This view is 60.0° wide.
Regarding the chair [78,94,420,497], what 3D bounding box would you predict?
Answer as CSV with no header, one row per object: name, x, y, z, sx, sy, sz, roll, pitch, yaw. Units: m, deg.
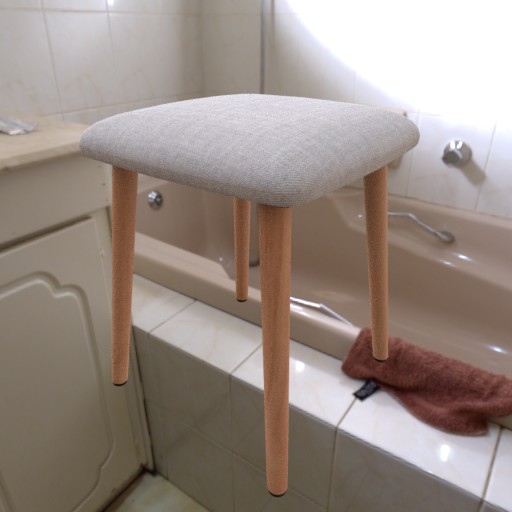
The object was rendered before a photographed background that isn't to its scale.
chair,0.000,0.000,0.668,0.350,0.440,0.350,19,33,33
